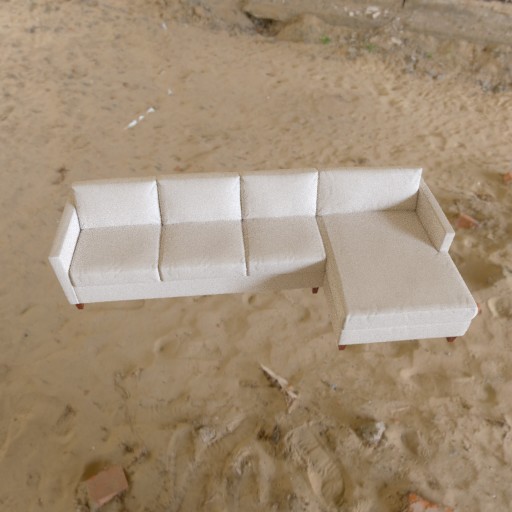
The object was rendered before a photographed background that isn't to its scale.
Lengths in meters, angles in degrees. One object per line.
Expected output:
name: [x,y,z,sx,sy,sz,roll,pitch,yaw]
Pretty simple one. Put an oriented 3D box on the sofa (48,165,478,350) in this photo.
sofa: [0.000,0.000,4.008,3.471,0.954,1.606,-4,45,-4]
